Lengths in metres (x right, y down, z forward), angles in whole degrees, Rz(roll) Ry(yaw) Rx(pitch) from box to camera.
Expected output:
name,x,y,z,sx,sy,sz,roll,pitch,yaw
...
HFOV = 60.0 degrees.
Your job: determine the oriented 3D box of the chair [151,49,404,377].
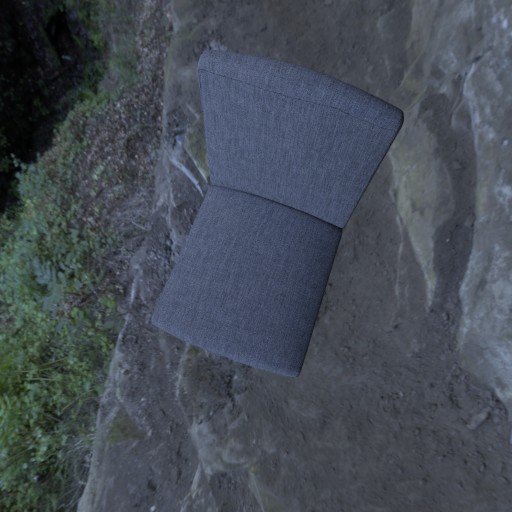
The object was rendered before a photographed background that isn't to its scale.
name,x,y,z,sx,sy,sz,roll,pitch,yaw
chair,0.000,0.000,1.253,0.451,0.917,0.580,19,76,5
